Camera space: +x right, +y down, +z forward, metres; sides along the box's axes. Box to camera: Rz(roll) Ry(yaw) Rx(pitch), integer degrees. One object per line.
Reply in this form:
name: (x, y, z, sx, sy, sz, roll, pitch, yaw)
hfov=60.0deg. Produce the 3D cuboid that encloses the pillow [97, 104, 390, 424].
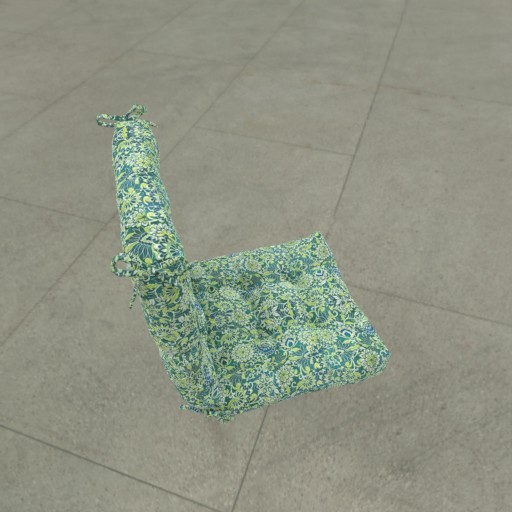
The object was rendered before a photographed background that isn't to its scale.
pillow: (0.000, 0.000, 1.035, 0.571, 0.605, 0.519, -12, 47, -11)
